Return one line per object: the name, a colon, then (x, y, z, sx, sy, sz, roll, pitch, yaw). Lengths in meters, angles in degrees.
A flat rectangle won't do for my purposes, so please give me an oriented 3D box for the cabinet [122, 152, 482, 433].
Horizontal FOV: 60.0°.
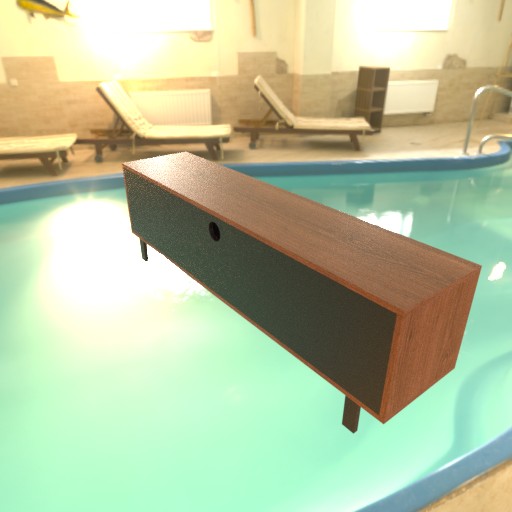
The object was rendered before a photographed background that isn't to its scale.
cabinet: (0.000, 0.000, 1.859, 0.400, 0.500, 1.650, -20, 33, -33)
